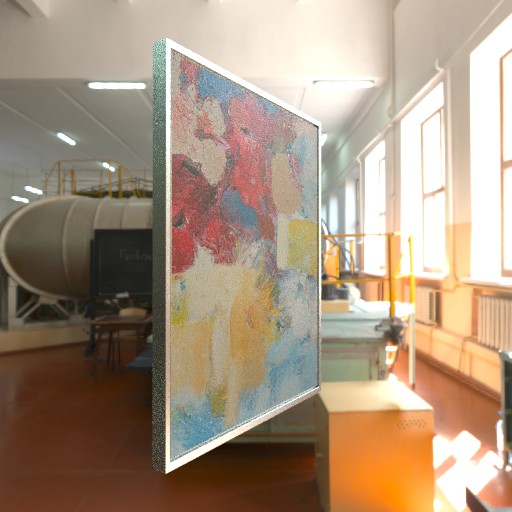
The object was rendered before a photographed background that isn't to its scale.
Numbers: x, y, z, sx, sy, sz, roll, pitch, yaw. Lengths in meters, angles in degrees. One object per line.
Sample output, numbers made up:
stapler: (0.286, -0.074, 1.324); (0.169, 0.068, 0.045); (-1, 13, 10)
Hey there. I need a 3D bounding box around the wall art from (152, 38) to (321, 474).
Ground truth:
wall art: (0.000, 0.000, 0.766); (0.025, 0.569, 0.444); (0, 0, 35)
